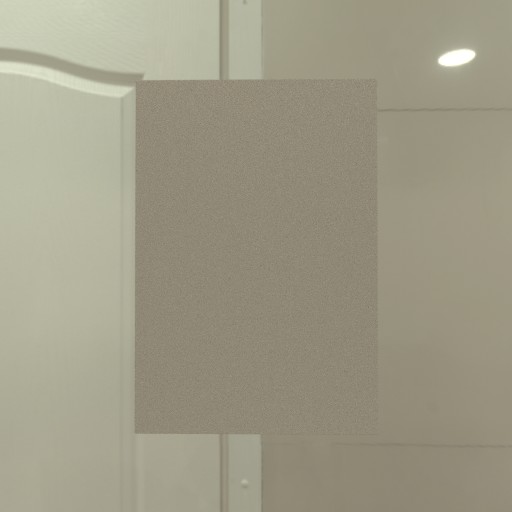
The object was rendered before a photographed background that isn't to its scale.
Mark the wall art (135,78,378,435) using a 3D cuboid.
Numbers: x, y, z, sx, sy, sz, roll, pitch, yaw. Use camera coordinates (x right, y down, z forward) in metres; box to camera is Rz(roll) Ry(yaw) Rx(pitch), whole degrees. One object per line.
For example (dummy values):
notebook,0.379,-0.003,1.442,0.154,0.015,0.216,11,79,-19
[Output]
wall art,0.000,0.000,1.492,0.808,1.183,0.038,0,-1,1
